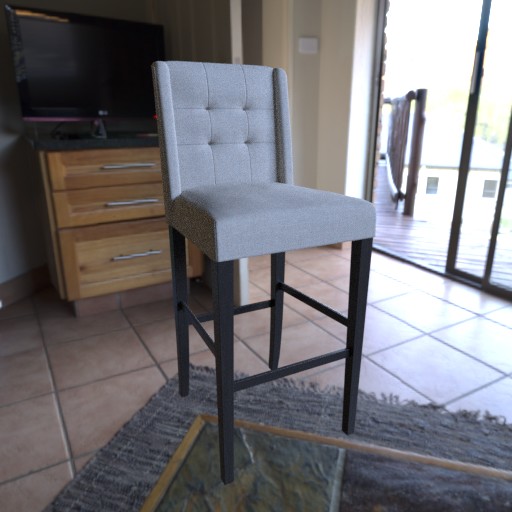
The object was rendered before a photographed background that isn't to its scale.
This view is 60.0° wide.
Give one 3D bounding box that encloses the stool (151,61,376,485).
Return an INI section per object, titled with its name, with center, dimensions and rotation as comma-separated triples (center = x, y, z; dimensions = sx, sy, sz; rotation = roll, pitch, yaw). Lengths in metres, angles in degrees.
[stool]
center = 0.000, 0.000, 1.340
dimensions = 0.474, 1.116, 0.509
rotation = -9, 20, -27
